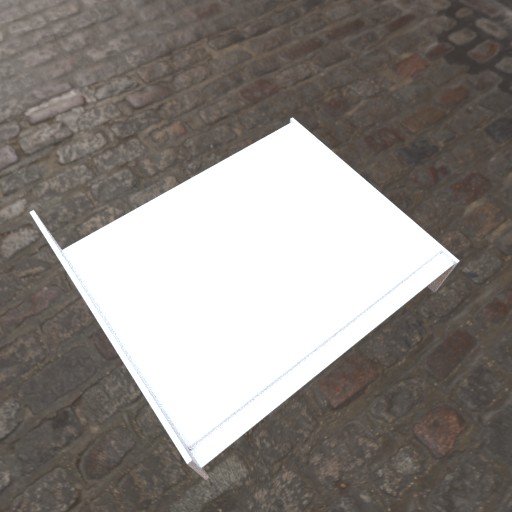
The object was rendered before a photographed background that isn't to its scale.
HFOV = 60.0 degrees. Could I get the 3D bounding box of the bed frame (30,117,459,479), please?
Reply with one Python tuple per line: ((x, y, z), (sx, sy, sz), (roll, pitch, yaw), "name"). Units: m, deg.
((0.000, 0.000, 2.806), (1.960, 0.800, 1.622), (-33, 64, -18), "bed frame")
